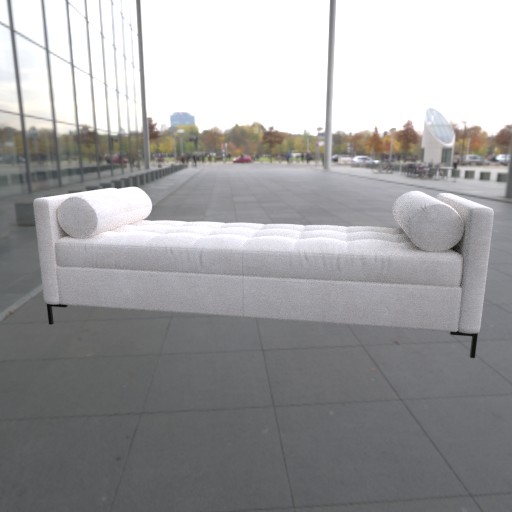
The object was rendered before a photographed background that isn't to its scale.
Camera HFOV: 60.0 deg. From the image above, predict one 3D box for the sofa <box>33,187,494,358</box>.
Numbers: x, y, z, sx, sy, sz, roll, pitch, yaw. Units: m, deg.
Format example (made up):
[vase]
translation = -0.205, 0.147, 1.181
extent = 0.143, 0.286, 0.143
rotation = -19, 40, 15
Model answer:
[sofa]
translation = 0.000, 0.000, 2.254
extent = 1.981, 0.635, 0.686
rotation = 2, 13, 11
